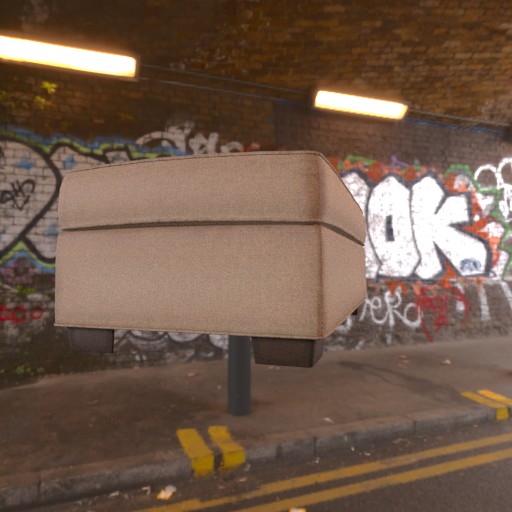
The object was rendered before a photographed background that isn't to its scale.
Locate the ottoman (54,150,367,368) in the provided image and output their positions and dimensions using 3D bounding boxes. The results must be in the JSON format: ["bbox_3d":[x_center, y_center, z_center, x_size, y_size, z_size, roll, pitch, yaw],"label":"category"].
[{"bbox_3d":[0.000,0.000,1.418,0.617,0.448,1.097,0,-1,18],"label":"ottoman"}]
